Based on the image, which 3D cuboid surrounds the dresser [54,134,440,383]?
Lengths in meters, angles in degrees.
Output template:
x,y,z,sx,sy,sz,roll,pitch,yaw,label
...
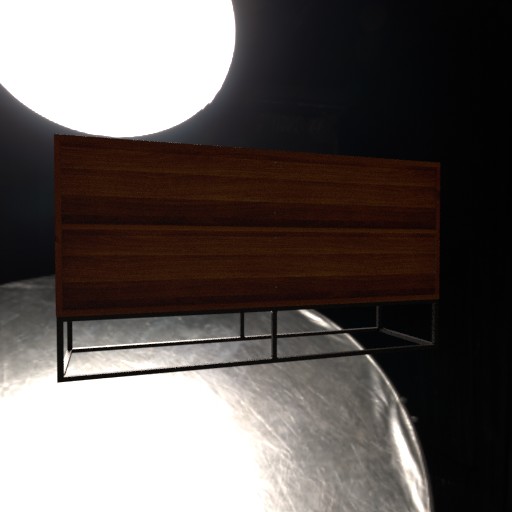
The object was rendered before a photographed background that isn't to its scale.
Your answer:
x,y,z,sx,sy,sz,roll,pitch,yaw,label
0.000,0.000,1.906,1.536,0.810,0.464,0,1,-19,dresser
